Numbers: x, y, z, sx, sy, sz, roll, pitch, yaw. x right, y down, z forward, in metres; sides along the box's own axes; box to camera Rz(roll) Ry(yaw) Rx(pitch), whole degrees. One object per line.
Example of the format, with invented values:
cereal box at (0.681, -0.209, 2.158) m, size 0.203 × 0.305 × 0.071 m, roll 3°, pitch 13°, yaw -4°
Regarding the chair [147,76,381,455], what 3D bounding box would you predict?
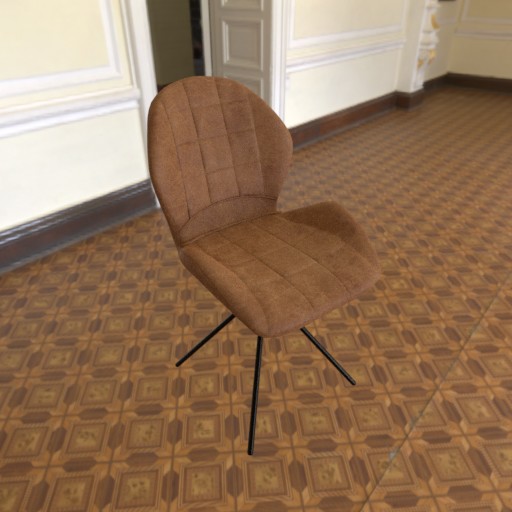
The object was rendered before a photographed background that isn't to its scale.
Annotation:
chair at (0.000, 0.000, 1.322) m, size 0.527 × 0.929 × 0.640 m, roll -22°, pitch 38°, yaw -31°
